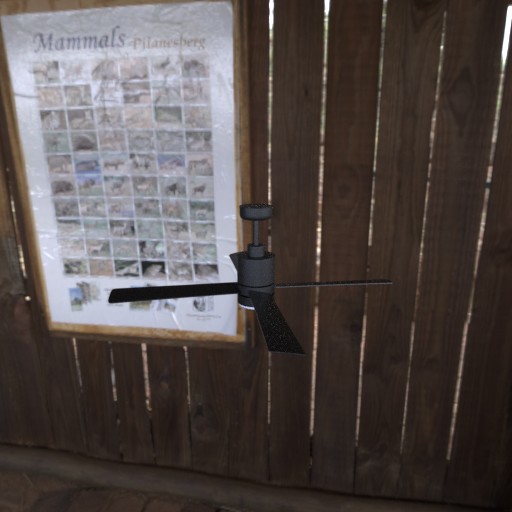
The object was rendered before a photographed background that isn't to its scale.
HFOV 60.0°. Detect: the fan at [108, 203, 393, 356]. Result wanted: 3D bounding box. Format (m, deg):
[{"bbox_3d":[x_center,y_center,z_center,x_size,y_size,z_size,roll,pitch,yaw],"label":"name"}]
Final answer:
[{"bbox_3d":[0.000,0.000,2.350,1.525,0.534,1.525,-2,15,-8],"label":"fan"}]
